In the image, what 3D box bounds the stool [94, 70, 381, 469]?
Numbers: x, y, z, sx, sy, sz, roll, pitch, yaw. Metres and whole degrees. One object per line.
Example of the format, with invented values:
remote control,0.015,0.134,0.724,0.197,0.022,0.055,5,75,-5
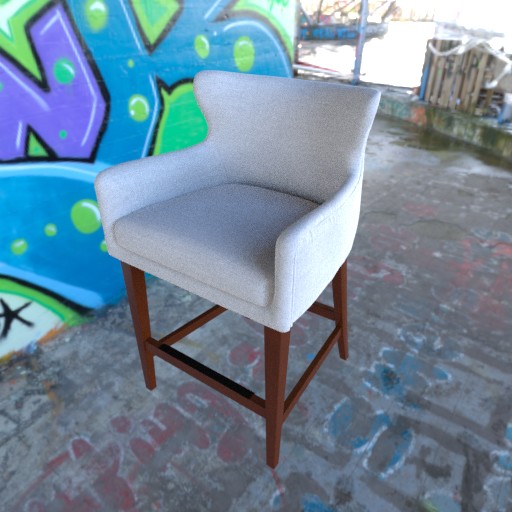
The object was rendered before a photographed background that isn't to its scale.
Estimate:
stool,0.000,0.000,1.359,0.615,0.987,0.637,20,36,30
